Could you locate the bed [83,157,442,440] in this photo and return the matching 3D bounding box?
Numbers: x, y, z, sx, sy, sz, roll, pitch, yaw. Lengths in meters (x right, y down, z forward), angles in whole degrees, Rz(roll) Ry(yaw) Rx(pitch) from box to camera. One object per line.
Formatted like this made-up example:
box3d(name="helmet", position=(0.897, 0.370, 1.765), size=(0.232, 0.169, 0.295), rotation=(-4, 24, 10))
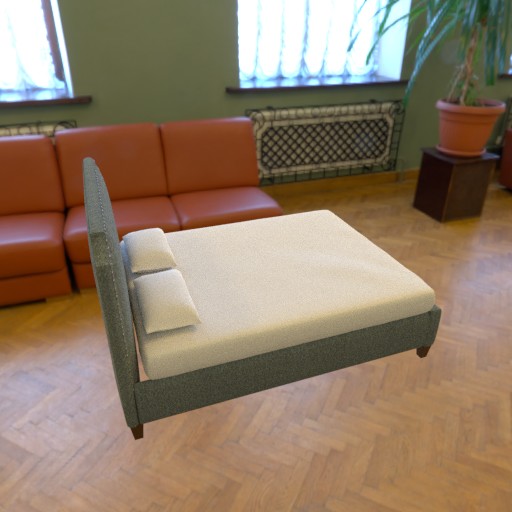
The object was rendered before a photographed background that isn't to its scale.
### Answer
box3d(name="bed", position=(0.000, 0.000, 3.519), size=(2.372, 1.443, 1.712), rotation=(-10, 30, -18))
